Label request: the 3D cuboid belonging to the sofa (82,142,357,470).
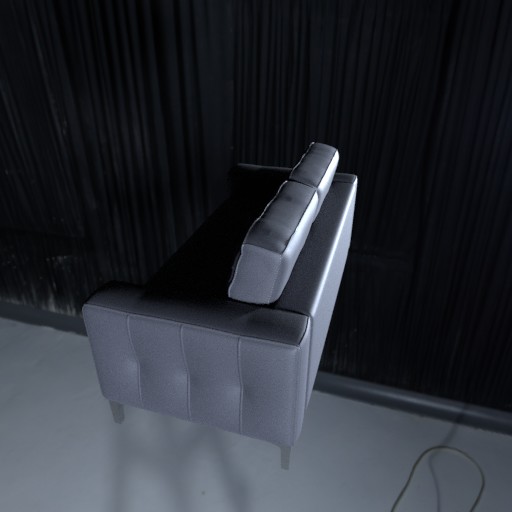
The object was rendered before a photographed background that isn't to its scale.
[{"bbox_3d":[0.000,0.000,2.279,0.833,0.893,1.726,9,31,15],"label":"sofa"}]
